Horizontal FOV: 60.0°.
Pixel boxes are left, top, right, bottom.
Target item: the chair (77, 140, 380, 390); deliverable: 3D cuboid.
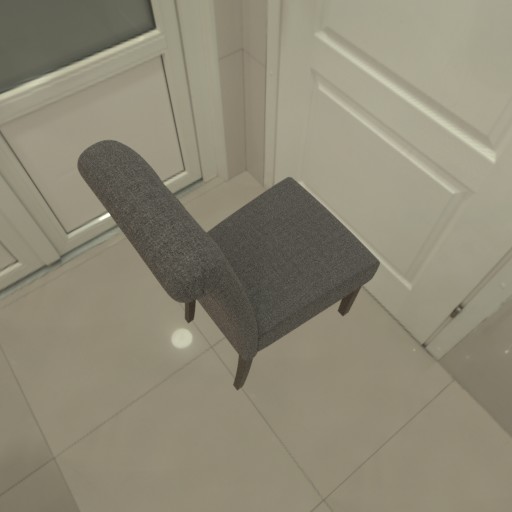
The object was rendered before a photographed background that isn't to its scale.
[{"bbox_3d":[0.000,0.000,1.352,0.671,1.006,0.456,-33,64,-18],"label":"chair"}]
